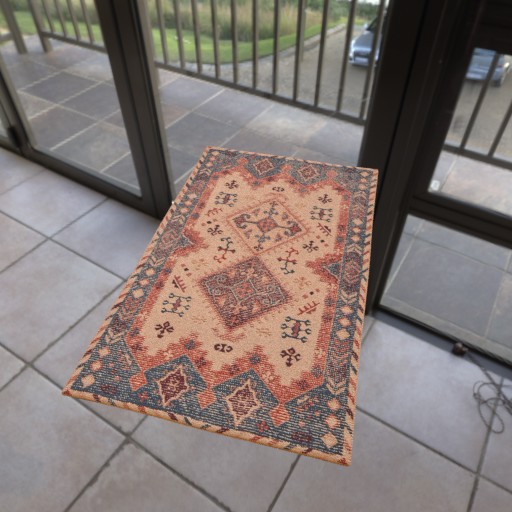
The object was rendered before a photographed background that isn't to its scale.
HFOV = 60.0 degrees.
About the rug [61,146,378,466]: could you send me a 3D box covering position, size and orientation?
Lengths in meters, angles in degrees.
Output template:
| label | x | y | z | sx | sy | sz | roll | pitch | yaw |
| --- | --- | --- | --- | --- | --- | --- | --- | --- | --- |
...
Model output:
| label | x | y | z | sx | sy | sz | roll | pitch | yaw |
| --- | --- | --- | --- | --- | --- | --- | --- | --- | --- |
| rug | 0.000 | 0.000 | 3.038 | 1.521 | 0.023 | 2.464 | 10 | 47 | 10 |
